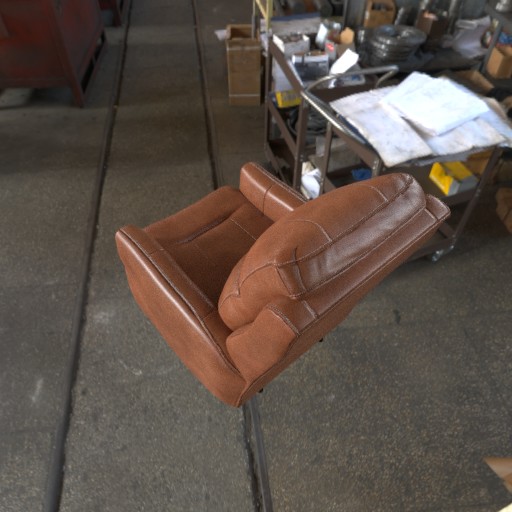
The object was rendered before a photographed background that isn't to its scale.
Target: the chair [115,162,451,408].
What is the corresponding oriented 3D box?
[{"bbox_3d":[0.000,0.000,1.763,0.821,1.016,1.072,-33,55,-27],"label":"chair"}]
